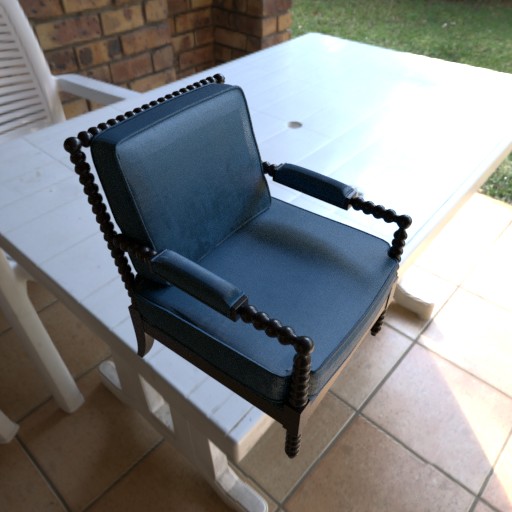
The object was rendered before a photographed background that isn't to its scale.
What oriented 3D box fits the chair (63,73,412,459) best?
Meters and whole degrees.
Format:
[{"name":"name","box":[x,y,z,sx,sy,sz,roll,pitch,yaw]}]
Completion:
[{"name":"chair","box":[0.000,0.000,1.435,0.805,0.857,0.688,26,47,27]}]
